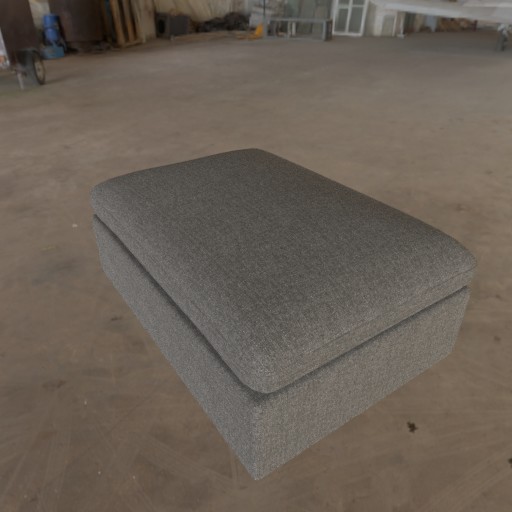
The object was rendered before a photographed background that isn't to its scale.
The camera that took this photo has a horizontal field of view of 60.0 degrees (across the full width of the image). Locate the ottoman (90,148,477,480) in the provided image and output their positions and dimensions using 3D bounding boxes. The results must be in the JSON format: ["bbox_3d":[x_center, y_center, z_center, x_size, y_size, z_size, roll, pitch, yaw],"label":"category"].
[{"bbox_3d":[0.000,0.000,1.393,0.711,0.483,1.041,-20,37,-29],"label":"ottoman"}]
